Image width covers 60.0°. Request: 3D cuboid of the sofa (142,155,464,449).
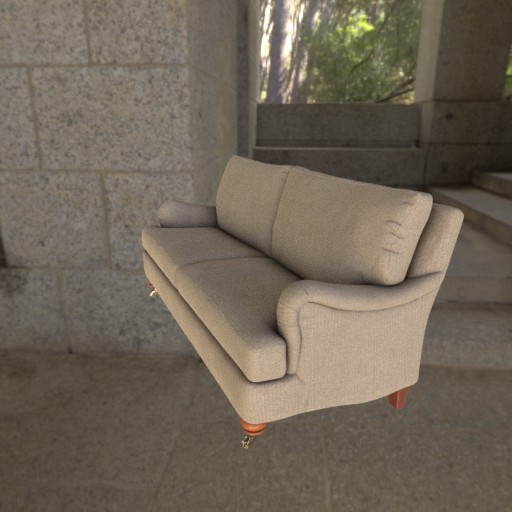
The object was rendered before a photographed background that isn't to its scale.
[{"bbox_3d":[0.000,0.000,2.788,1.069,1.096,2.193,-8,19,-24],"label":"sofa"}]
